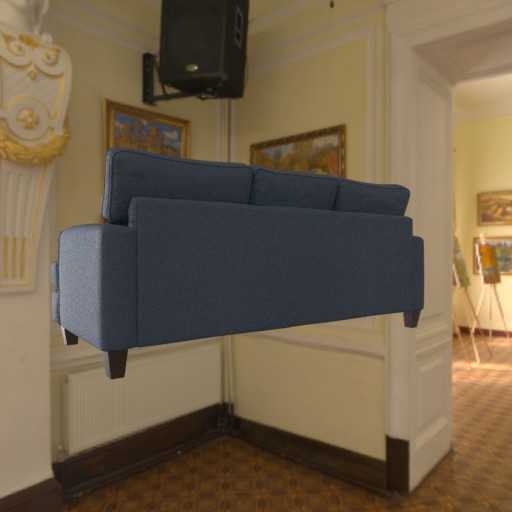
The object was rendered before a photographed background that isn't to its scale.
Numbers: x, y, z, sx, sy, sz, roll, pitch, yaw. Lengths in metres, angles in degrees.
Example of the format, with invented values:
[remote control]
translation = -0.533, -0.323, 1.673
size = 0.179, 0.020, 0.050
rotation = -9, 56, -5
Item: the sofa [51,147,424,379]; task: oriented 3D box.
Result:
[sofa]
translation = 0.000, 0.000, 2.713
size = 2.158, 0.965, 0.951
rotation = -1, 1, -36
